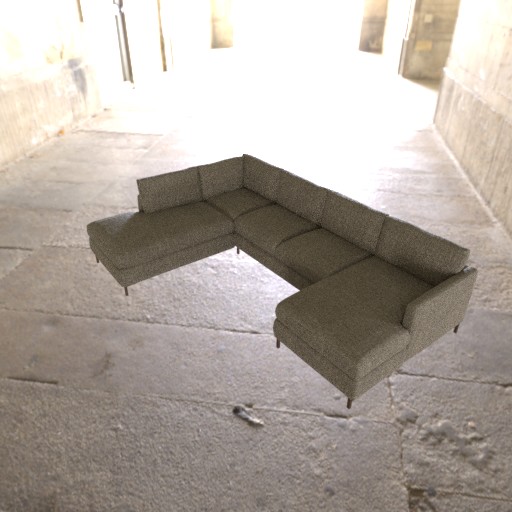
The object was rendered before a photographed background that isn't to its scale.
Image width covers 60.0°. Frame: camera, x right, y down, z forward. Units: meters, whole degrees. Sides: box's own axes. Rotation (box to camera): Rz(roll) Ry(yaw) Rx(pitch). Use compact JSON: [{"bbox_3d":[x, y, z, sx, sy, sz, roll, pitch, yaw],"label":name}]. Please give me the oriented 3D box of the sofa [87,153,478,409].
[{"bbox_3d":[0.000,0.000,3.601,1.879,0.756,2.737,-21,37,-31],"label":"sofa"}]
